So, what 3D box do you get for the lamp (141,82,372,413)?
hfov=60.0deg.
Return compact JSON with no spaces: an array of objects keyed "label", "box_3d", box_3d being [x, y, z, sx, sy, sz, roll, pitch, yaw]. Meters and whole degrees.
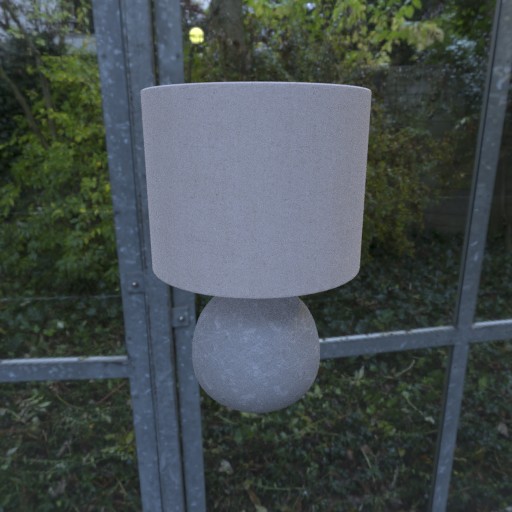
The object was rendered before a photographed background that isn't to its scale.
[{"label":"lamp","box_3d":[0.000,0.000,0.589,0.269,0.409,0.269,3,16,9]}]
